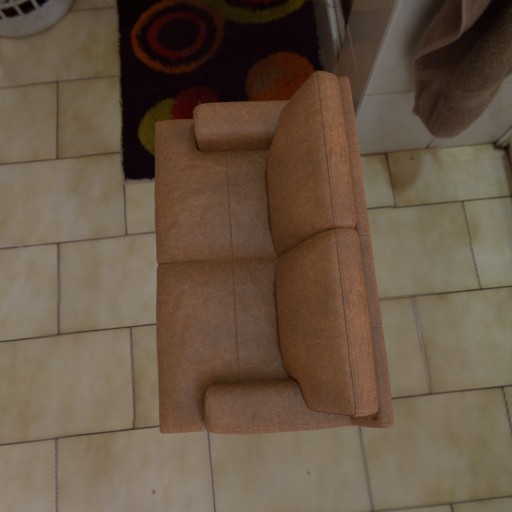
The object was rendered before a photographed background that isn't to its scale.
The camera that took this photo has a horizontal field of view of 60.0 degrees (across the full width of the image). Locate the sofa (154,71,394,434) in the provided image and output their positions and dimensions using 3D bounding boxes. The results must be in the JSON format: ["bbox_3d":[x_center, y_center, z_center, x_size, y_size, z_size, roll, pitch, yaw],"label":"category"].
[{"bbox_3d":[0.000,0.000,2.464,1.144,0.966,1.880,-4,77,-1],"label":"sofa"}]
